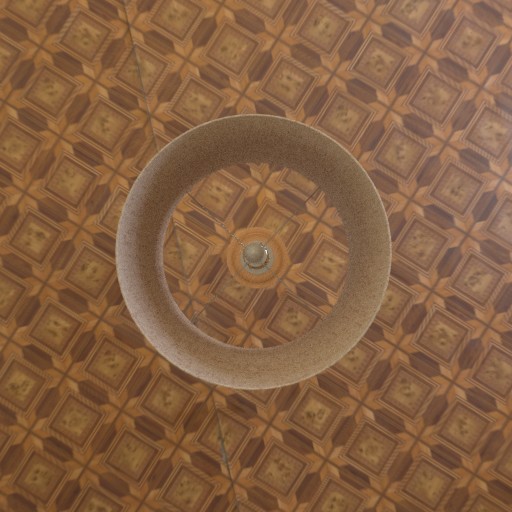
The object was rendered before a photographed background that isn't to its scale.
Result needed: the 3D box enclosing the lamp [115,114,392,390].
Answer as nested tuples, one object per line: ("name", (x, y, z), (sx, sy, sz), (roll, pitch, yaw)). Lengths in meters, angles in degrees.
("lamp", (0.000, 0.000, 0.819), (0.321, 0.610, 0.321), (0, 89, 1))
